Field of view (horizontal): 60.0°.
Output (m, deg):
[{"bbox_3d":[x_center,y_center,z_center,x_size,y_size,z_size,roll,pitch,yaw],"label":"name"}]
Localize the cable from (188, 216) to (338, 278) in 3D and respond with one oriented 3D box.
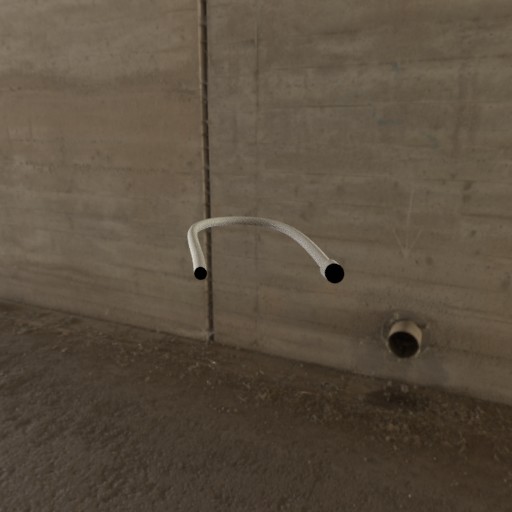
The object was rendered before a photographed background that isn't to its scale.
[{"bbox_3d":[0.000,0.000,0.114,0.041,0.005,0.098,-3,16,-9],"label":"cable"}]
